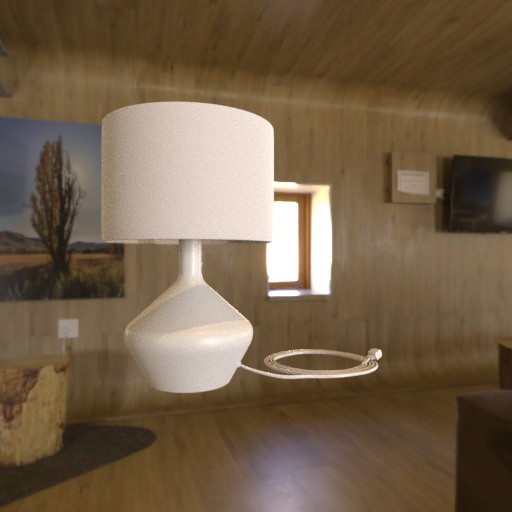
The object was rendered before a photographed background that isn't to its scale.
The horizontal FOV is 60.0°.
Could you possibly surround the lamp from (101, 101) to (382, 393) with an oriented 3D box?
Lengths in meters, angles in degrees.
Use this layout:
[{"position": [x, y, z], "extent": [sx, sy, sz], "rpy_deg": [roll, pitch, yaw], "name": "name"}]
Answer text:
[{"position": [0.000, 0.000, 0.857], "extent": [0.546, 0.457, 0.401], "rpy_deg": [0, 0, -1], "name": "lamp"}]
